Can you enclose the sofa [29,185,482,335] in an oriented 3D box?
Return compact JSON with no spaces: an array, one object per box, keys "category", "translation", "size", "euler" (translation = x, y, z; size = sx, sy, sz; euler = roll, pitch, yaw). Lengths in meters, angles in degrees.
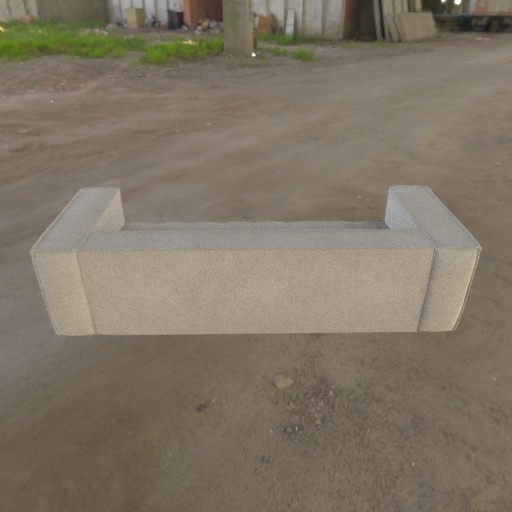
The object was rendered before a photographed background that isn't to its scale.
[{"category":"sofa","translation":[0.000,0.000,3.152],"size":[2.697,0.680,1.038],"euler":[0,30,-1]}]
